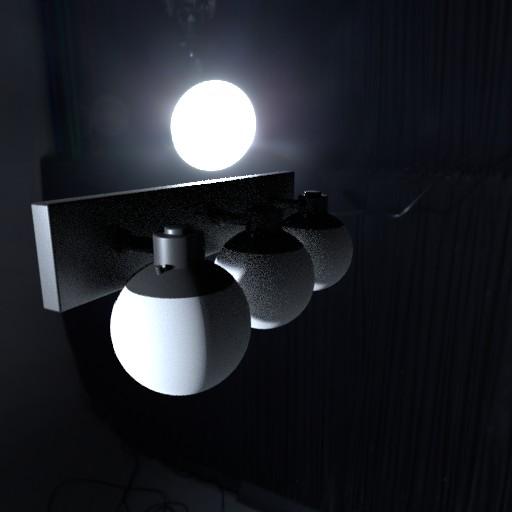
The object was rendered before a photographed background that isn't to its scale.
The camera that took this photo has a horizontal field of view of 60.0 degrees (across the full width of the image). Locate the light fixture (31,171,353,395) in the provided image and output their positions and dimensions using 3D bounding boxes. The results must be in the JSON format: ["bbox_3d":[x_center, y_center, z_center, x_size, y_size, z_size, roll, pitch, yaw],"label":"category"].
[{"bbox_3d":[0.000,0.000,0.811,0.218,0.263,0.721,7,16,27],"label":"light fixture"}]
